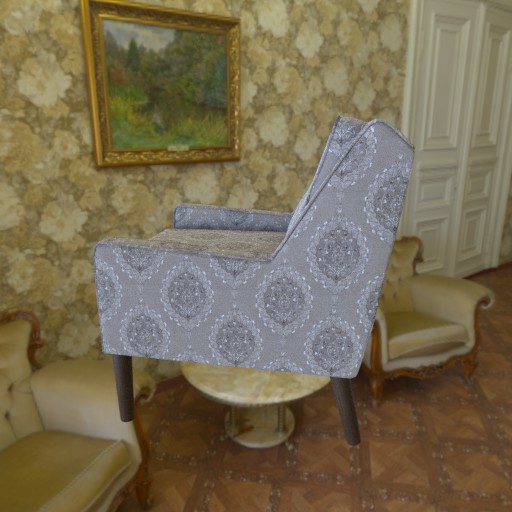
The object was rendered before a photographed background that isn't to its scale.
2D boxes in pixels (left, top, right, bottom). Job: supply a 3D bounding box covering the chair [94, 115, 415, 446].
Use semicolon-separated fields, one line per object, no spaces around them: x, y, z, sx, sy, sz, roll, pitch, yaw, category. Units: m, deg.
0.000;0.000;1.332;0.750;0.797;0.665;2;16;9;chair
